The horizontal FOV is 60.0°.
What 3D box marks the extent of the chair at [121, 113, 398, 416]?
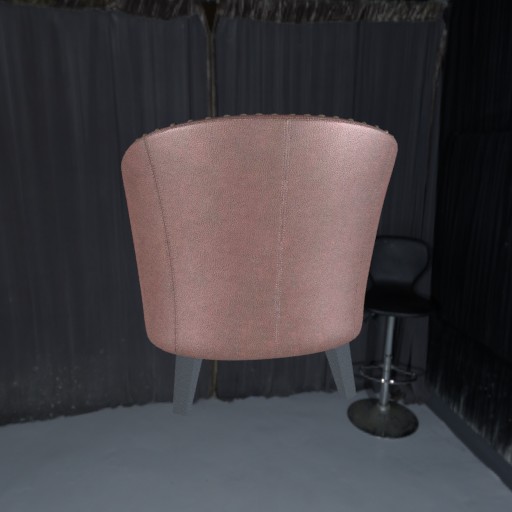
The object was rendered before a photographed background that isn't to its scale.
[{"bbox_3d":[0.000,0.000,1.434,0.794,0.823,0.748,-2,13,-10],"label":"chair"}]
